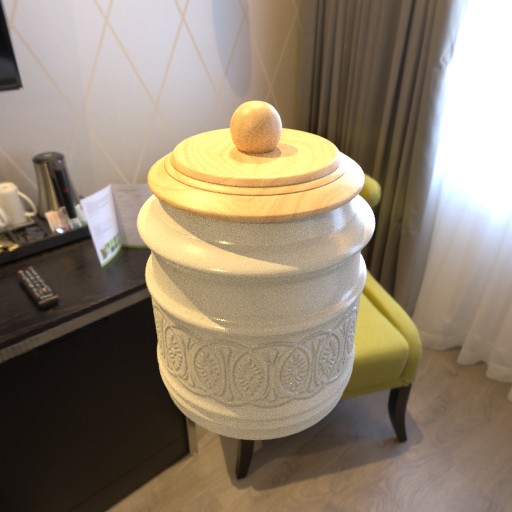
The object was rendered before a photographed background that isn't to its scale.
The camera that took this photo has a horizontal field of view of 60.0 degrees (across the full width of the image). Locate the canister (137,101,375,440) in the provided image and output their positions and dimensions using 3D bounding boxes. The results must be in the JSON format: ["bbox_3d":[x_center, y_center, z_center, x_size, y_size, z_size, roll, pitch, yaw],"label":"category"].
[{"bbox_3d":[0.000,0.000,0.263,0.130,0.176,0.130,0,31,0],"label":"canister"}]
